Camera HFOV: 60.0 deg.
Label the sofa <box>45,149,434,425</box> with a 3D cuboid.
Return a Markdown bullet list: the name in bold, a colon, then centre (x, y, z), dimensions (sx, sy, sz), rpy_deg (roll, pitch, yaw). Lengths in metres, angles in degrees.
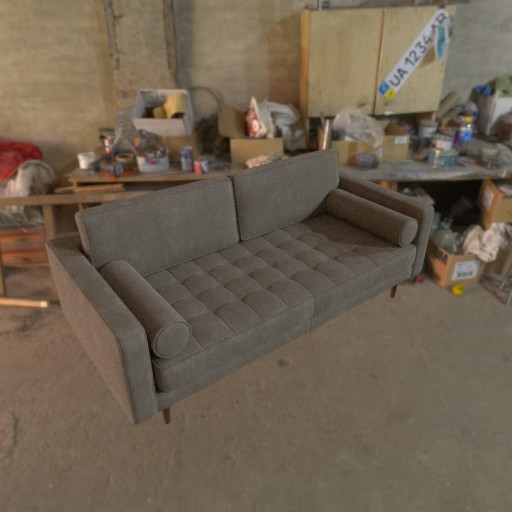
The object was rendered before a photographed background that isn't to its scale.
- **sofa**: centre (0.000, 0.000, 2.360), dimensions (1.883, 0.769, 0.920), rpy_deg (-21, 36, -32)
